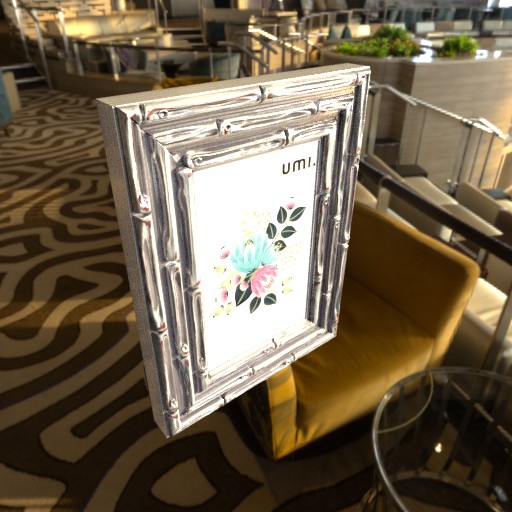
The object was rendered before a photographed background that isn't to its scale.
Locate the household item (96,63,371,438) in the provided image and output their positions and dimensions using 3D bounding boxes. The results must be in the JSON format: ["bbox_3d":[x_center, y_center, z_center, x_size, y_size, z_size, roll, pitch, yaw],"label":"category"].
[{"bbox_3d":[0.000,0.000,0.289,0.165,0.216,0.025,-23,38,-32],"label":"household item"}]
